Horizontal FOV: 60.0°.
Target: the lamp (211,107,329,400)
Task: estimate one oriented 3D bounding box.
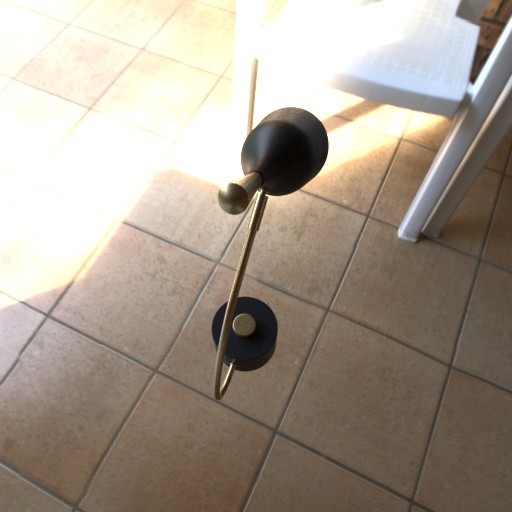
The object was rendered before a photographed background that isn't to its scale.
[{"bbox_3d":[0.000,0.000,0.604,0.110,0.464,0.352,18,65,9],"label":"lamp"}]
